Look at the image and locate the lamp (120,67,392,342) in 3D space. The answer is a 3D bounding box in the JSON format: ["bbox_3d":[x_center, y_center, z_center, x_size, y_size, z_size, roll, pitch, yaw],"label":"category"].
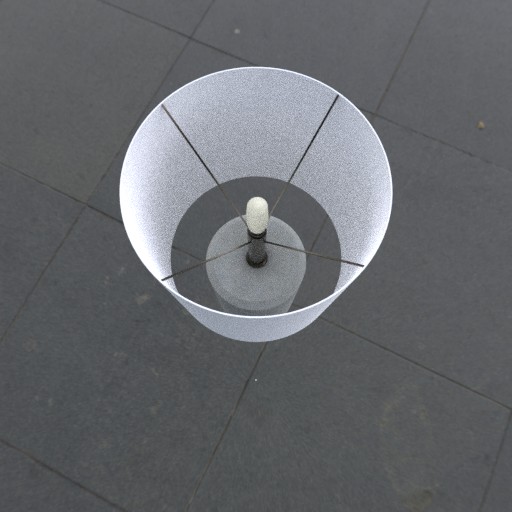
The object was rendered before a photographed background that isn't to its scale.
[{"bbox_3d":[0.000,0.000,0.536,0.206,0.416,0.206,40,78,10],"label":"lamp"}]
